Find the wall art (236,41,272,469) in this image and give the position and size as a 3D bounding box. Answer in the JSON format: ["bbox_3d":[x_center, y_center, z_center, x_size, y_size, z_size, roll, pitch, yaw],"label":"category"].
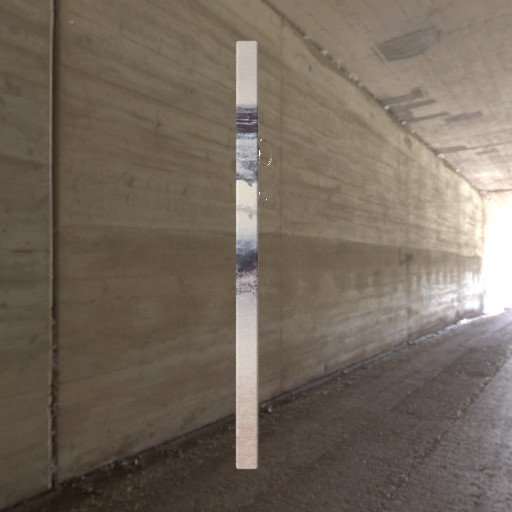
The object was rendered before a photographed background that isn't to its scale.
[{"bbox_3d":[0.000,0.000,1.147,0.065,0.747,0.755,0,-1,0],"label":"wall art"}]
